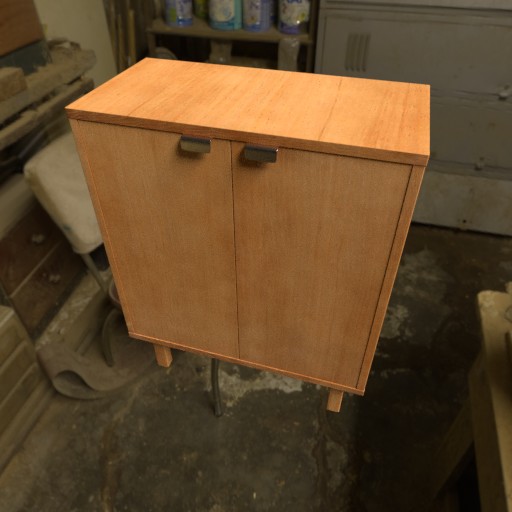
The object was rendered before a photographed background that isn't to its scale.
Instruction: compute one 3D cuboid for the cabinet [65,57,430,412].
[{"bbox_3d":[0.000,0.000,1.387,0.800,1.001,0.419,11,41,13],"label":"cabinet"}]
